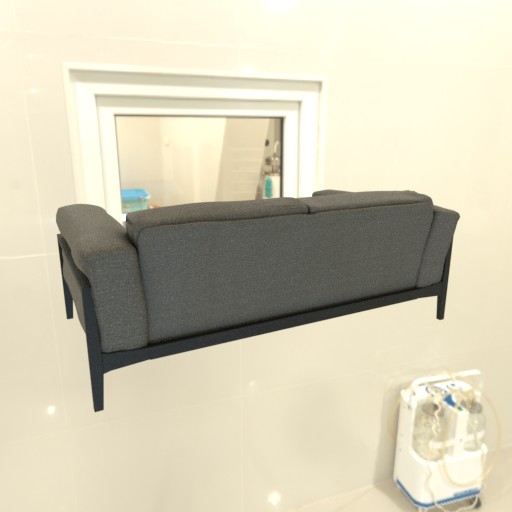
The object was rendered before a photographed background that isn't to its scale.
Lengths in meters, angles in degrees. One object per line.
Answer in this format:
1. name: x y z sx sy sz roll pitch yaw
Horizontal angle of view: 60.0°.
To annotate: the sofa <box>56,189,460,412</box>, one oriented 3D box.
1. sofa: 0.000 0.000 2.140 1.690 0.656 0.960 -8 17 -27
